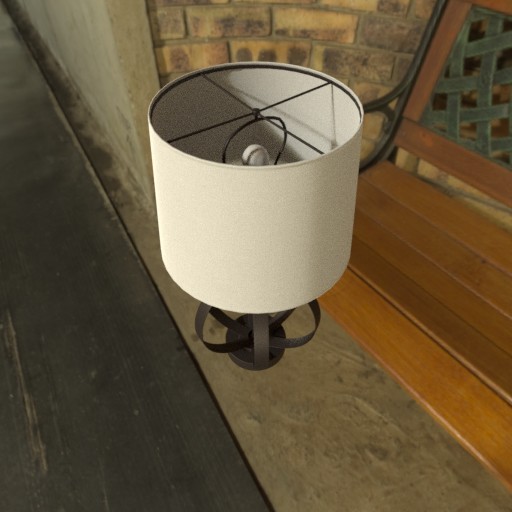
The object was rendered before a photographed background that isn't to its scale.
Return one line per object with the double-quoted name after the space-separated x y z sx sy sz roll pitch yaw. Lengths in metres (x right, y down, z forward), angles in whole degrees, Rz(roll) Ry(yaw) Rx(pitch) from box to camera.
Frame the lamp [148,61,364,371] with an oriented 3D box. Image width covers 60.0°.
0.000 0.000 0.706 0.286 0.510 0.286 0 46 0 "lamp"
